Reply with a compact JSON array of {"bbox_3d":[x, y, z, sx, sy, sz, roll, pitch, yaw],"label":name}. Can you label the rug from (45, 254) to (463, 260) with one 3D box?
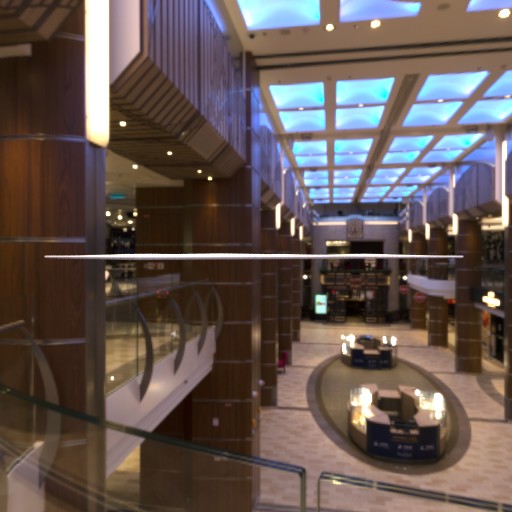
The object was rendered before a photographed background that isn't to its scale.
[{"bbox_3d":[0.000,0.000,3.128,2.438,0.026,1.706,0,0,-36],"label":"rug"}]
